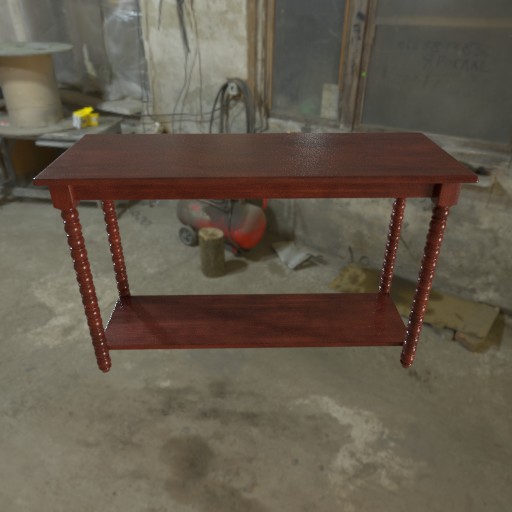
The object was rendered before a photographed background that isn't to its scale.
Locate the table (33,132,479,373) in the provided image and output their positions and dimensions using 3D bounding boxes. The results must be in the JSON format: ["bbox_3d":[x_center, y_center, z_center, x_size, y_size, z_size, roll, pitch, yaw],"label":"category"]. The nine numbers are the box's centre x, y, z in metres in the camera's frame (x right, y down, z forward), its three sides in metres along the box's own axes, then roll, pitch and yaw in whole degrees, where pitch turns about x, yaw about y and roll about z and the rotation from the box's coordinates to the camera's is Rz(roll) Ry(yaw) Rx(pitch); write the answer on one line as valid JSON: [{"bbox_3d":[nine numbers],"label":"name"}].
[{"bbox_3d":[0.000,0.000,1.547,1.184,0.740,0.459,-1,30,-1],"label":"table"}]
